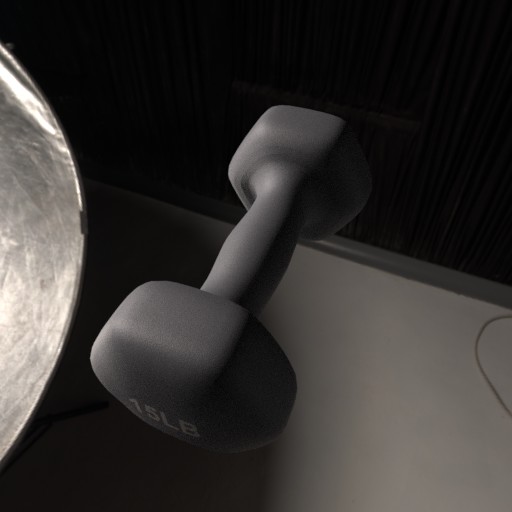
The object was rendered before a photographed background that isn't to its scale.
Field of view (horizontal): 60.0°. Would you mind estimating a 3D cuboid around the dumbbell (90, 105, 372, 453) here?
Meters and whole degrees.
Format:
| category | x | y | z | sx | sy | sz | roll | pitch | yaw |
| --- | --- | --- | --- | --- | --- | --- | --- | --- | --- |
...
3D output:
| category | x | y | z | sx | sy | sz | roll | pitch | yaw |
| --- | --- | --- | --- | --- | --- | --- | --- | --- | --- |
| dumbbell | 0.000 | 0.000 | 0.298 | 0.116 | 0.105 | 0.240 | 17 | 50 | 15 |
